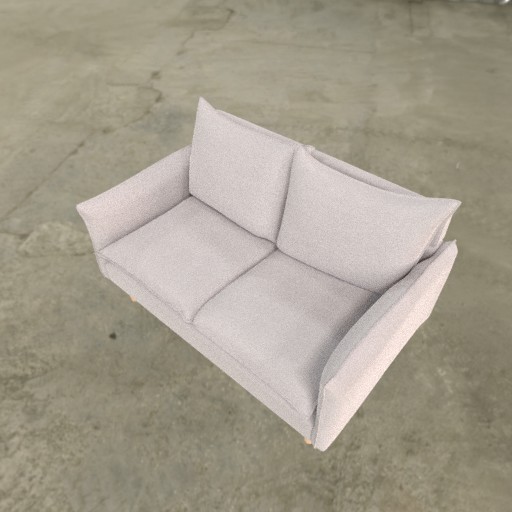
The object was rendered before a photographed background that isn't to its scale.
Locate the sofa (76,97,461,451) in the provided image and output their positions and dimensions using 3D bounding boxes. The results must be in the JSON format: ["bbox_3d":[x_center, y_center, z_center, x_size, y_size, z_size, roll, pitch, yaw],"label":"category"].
[{"bbox_3d":[0.000,0.000,1.827,1.300,0.840,0.820,31,52,28],"label":"sofa"}]
